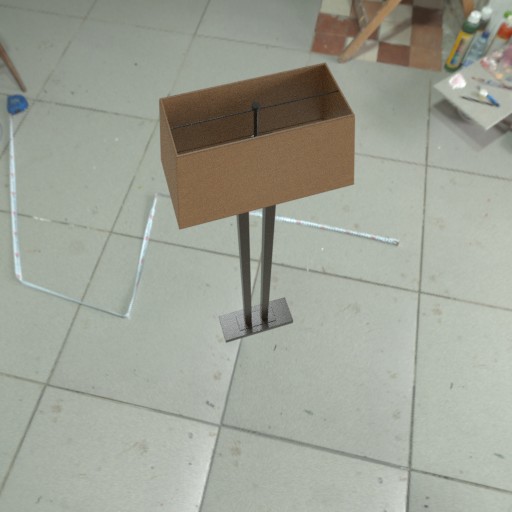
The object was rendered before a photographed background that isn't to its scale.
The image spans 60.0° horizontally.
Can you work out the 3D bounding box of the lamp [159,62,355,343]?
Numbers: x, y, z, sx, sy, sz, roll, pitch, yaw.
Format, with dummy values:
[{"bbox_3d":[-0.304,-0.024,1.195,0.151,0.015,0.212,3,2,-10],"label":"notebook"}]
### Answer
[{"bbox_3d":[0.000,0.000,1.639,0.475,1.469,0.233,-15,64,-8],"label":"lamp"}]
